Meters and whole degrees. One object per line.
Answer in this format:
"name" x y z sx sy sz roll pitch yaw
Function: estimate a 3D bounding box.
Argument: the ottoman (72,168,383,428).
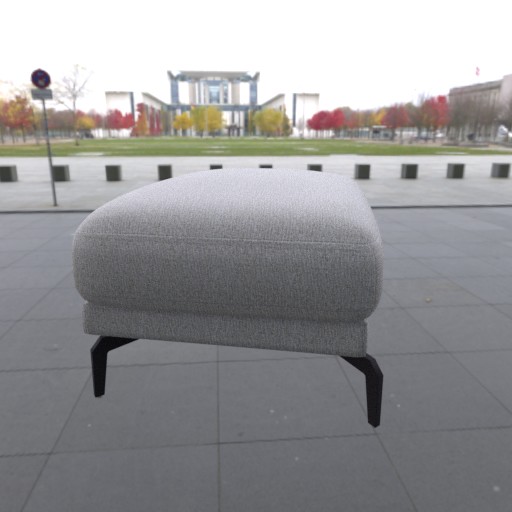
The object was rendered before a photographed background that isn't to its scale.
"ottoman" 0.000 0.000 1.107 0.568 0.420 0.772 3 16 10
